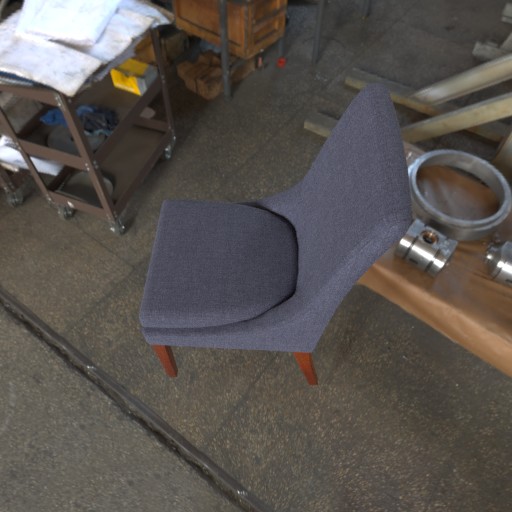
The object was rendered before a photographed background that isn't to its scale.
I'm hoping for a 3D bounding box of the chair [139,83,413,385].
[{"bbox_3d":[0.000,0.000,1.371,0.655,0.952,0.508,2,57,1],"label":"chair"}]
